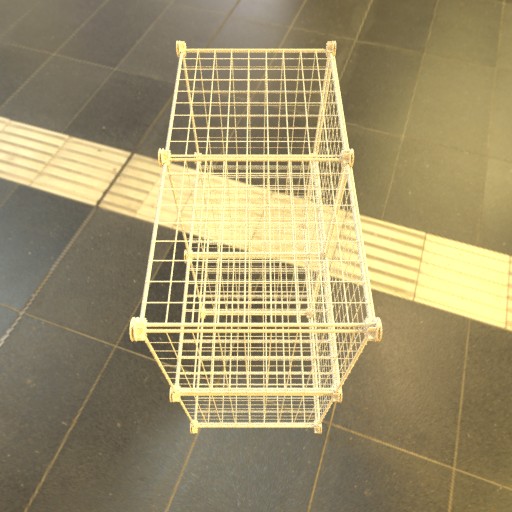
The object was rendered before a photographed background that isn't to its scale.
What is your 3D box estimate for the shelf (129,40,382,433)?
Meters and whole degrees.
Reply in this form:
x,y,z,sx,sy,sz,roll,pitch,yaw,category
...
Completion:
x,y,z,sx,sy,sz,roll,pitch,yaw,category
0.000,0.000,1.107,0.356,0.711,0.711,0,58,0,shelf
